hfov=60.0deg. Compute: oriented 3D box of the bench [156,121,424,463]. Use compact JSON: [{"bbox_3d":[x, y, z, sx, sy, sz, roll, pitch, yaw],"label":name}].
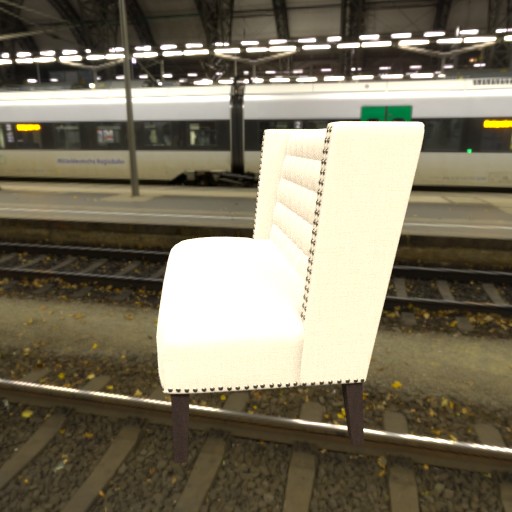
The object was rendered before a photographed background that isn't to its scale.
[{"bbox_3d":[0.000,0.000,2.005,0.847,1.123,1.280,-2,15,-8],"label":"bench"}]
